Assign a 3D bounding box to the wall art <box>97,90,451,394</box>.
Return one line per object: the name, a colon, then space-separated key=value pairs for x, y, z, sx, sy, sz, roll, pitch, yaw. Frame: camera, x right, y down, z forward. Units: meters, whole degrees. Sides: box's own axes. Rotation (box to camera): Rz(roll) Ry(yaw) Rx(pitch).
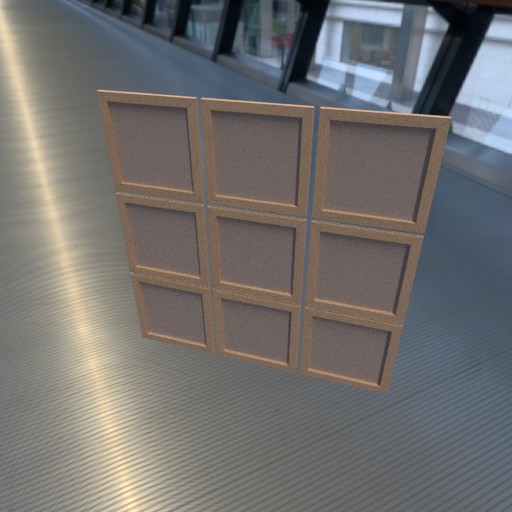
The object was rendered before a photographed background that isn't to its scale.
wall art: x=0.000 y=0.000 z=1.353 sx=0.917 sy=0.910 sz=0.012 roll=10 pitch=34 yaw=15
